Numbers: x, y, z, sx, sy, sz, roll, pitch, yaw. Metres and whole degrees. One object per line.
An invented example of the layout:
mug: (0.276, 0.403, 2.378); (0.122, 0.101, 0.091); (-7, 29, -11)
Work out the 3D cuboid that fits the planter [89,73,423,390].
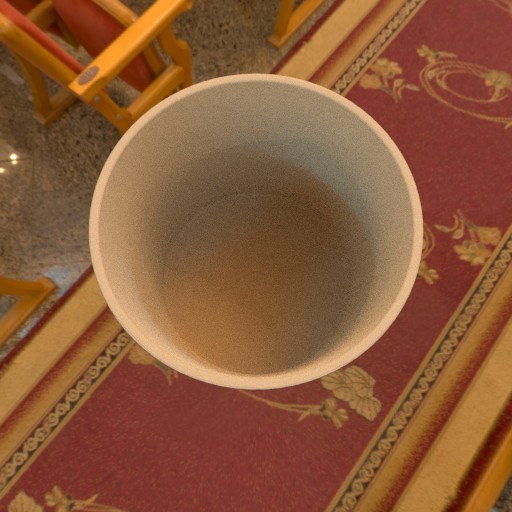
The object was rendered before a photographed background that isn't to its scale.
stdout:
planter: (0.000, 0.000, 0.391); (0.221, 0.201, 0.221); (0, 75, 0)
